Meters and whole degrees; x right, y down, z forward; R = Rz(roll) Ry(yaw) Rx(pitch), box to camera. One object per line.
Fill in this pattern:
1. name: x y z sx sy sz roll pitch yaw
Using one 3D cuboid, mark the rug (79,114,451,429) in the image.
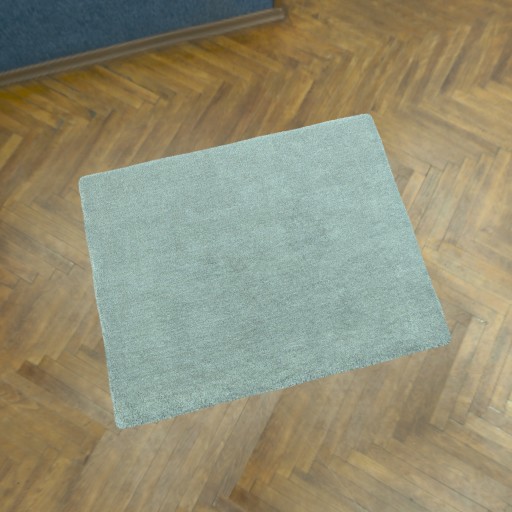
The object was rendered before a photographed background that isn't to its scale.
1. rug: 0.000 0.000 3.994 2.933 0.027 2.332 -14 75 -4
